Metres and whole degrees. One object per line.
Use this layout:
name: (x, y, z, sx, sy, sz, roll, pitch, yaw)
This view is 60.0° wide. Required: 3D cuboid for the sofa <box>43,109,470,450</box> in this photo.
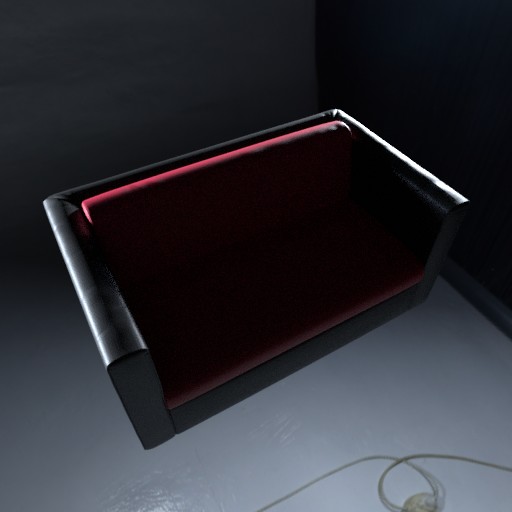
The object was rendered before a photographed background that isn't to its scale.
sofa: (0.000, 0.000, 1.895, 1.410, 0.735, 0.845, -23, 50, -20)
